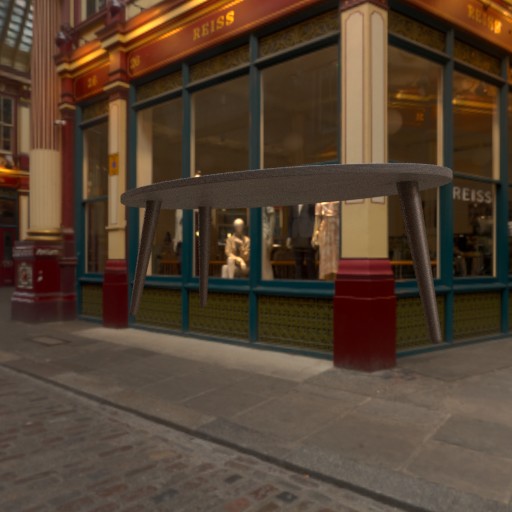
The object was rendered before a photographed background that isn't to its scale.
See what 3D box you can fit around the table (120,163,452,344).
[{"bbox_3d":[0.000,0.000,1.309,1.083,0.390,0.542,0,1,38],"label":"table"}]
